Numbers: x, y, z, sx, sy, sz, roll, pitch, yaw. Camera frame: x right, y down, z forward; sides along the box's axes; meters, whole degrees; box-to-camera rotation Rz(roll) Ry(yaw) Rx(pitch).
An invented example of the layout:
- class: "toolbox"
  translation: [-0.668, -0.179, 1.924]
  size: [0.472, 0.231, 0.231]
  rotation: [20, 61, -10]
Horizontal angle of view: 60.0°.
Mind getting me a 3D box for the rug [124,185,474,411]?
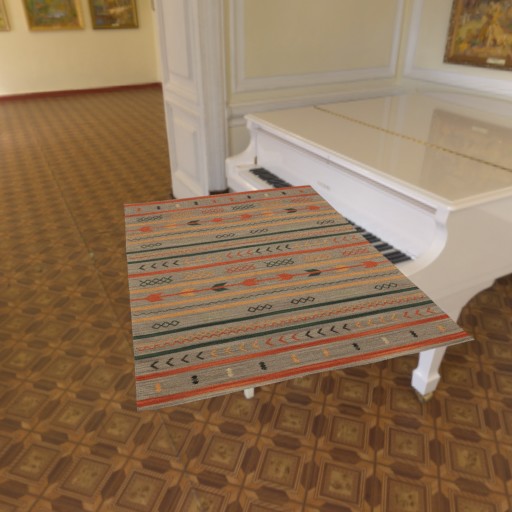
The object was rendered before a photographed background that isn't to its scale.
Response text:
- class: "rug"
  translation: [0.000, 0.000, 4.029]
  size: [2.263, 0.022, 3.029]
  rotation: [-8, 31, -14]
